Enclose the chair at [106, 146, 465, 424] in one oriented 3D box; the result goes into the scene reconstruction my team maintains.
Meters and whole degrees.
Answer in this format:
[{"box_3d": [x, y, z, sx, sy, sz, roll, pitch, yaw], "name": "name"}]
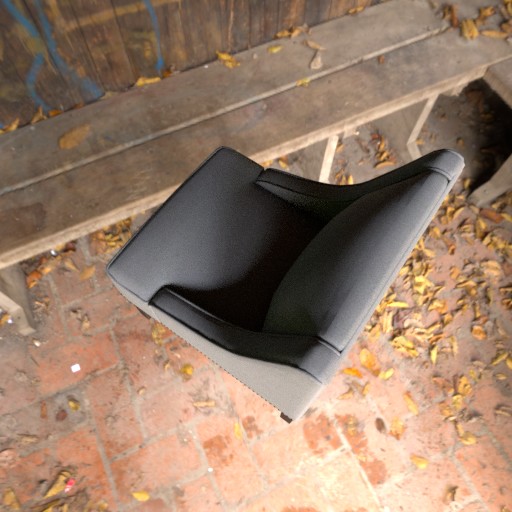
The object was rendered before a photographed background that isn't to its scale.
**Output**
[{"box_3d": [0.000, 0.000, 1.364, 0.747, 0.867, 0.631, 33, 68, 15], "name": "chair"}]
